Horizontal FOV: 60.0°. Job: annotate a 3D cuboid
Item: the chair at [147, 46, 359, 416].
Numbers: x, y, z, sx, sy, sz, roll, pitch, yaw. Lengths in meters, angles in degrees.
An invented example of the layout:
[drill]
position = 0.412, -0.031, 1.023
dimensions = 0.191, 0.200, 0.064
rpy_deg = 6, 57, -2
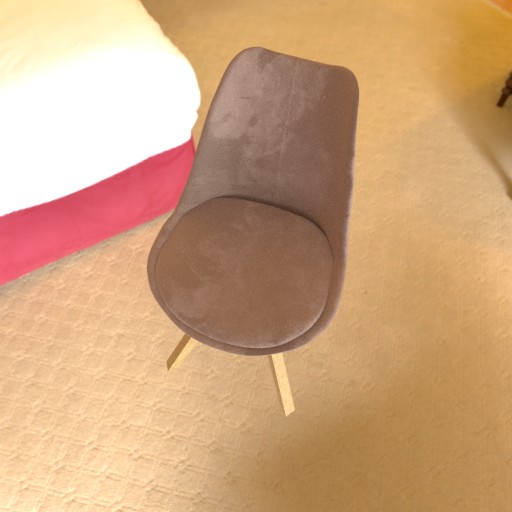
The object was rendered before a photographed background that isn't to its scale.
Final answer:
[chair]
position = 0.000, 0.000, 1.177
dimensions = 0.485, 0.850, 0.550
rpy_deg = 18, 59, 11
